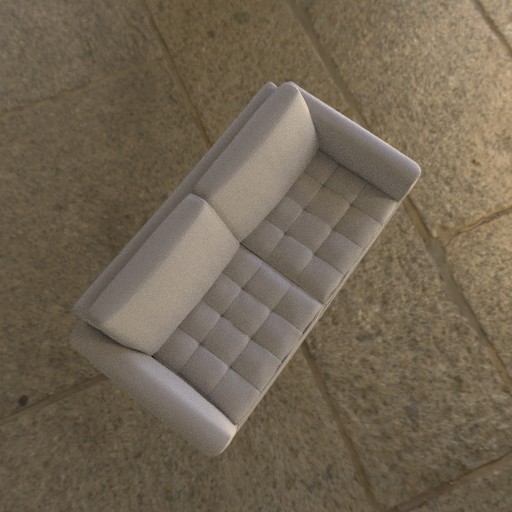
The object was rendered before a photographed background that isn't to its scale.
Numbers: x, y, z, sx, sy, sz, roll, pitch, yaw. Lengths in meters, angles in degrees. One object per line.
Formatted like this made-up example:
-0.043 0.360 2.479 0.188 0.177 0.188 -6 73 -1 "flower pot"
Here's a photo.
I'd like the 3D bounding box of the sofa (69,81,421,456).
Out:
0.000 0.000 2.779 1.121 0.930 2.177 36 78 9 "sofa"
